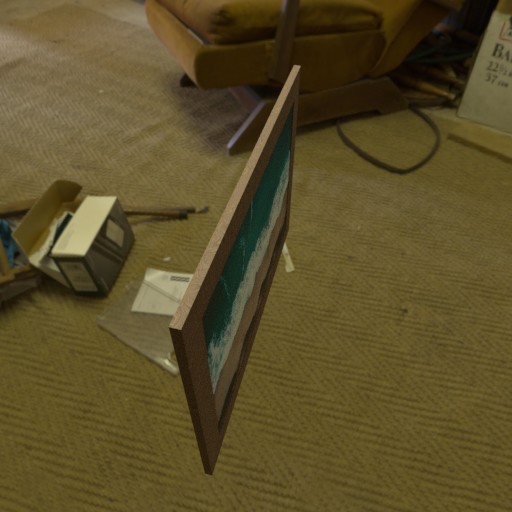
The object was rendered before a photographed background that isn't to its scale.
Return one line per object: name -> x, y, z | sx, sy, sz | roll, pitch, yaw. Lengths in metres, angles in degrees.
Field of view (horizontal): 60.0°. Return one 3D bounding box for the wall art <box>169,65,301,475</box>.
wall art -> 0.000, 0.000, 1.169 | 0.019, 0.626, 0.917 | 11, 47, 10
